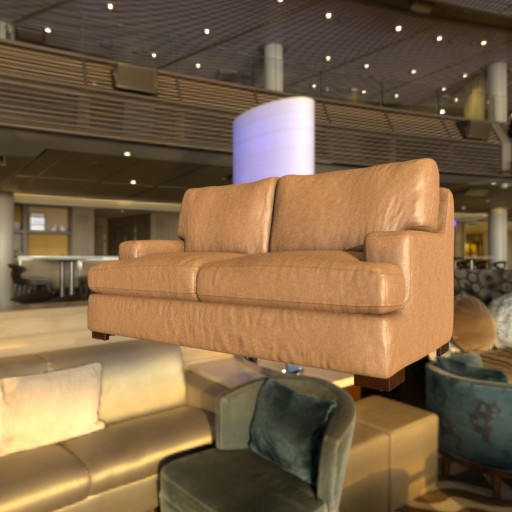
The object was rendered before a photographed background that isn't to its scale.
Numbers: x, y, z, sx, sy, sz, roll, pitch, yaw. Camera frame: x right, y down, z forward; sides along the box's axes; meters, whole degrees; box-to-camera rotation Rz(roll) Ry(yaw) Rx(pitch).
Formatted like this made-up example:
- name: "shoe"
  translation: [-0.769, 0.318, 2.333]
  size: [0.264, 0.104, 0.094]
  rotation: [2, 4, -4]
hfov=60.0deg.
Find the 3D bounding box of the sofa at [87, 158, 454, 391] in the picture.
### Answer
- name: "sofa"
  translation: [0.000, 0.000, 2.438]
  size: [1.855, 0.980, 0.962]
  rotation: [0, 0, 36]
